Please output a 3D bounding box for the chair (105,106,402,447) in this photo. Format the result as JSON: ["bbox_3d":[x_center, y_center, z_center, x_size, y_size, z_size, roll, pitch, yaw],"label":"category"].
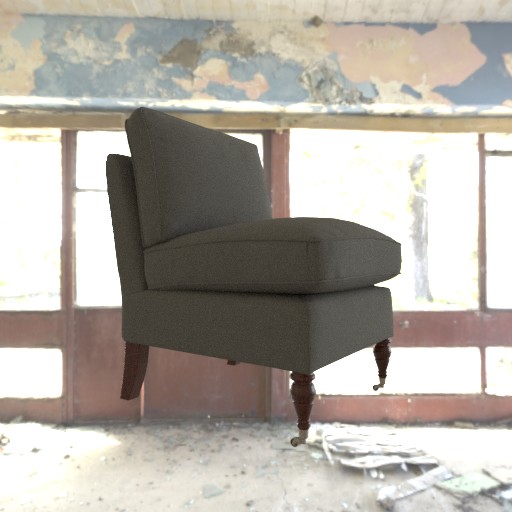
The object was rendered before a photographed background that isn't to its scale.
[{"bbox_3d":[0.000,0.000,1.672,0.924,1.045,0.724,0,0,36],"label":"chair"}]
